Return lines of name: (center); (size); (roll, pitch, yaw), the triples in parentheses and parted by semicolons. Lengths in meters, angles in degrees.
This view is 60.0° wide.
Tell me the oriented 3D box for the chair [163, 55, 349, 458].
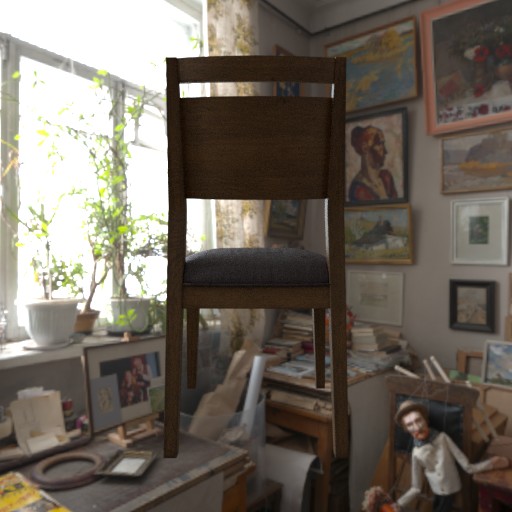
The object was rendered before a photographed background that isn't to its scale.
chair: (0.000, 0.000, 1.310); (0.501, 0.939, 0.610); (0, -1, 0)
